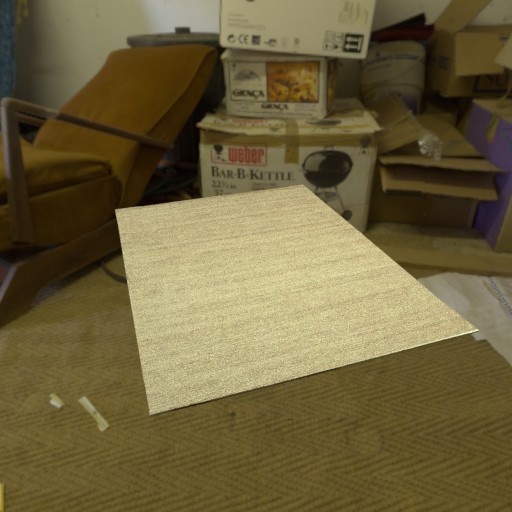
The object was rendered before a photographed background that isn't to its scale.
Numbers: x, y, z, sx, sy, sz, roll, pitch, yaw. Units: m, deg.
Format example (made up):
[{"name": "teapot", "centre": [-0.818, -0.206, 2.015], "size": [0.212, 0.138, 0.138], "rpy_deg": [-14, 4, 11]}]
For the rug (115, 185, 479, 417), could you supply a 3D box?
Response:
[{"name": "rug", "centre": [0.000, 0.000, 4.271], "size": [2.434, 0.045, 3.202], "rpy_deg": [-10, 31, -16]}]
